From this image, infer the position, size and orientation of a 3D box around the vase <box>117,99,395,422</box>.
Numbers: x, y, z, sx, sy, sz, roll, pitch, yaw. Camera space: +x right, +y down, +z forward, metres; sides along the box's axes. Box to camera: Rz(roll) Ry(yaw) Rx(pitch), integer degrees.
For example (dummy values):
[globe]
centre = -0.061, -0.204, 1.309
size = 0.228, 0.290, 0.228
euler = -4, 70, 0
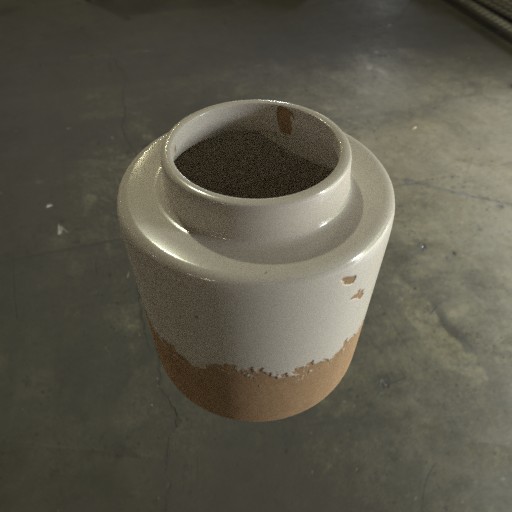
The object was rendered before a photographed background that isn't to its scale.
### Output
[vase]
centre = 0.000, 0.000, 0.288
size = 0.153, 0.167, 0.153
euler = 0, 47, 0
